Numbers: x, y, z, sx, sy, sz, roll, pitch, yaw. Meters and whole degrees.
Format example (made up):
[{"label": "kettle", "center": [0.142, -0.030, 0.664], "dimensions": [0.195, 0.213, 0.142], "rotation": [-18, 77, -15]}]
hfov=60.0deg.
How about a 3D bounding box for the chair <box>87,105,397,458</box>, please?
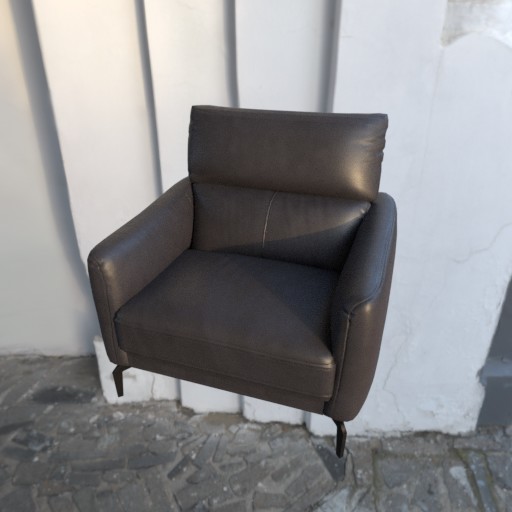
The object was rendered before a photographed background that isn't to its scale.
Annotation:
[{"label": "chair", "center": [0.000, 0.000, 1.640], "dimensions": [0.976, 0.949, 0.809], "rotation": [9, 28, 17]}]
